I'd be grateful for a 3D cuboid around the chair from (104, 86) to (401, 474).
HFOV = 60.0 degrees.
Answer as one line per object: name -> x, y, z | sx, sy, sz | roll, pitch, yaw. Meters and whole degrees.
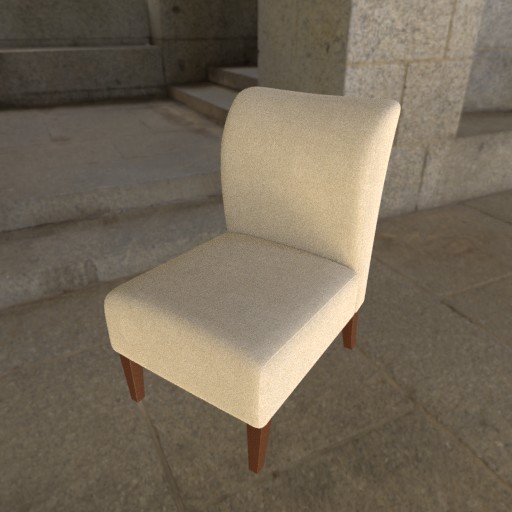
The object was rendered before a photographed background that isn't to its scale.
chair -> 0.000, 0.000, 1.308 | 0.521, 0.833, 0.754 | 18, 33, 29
